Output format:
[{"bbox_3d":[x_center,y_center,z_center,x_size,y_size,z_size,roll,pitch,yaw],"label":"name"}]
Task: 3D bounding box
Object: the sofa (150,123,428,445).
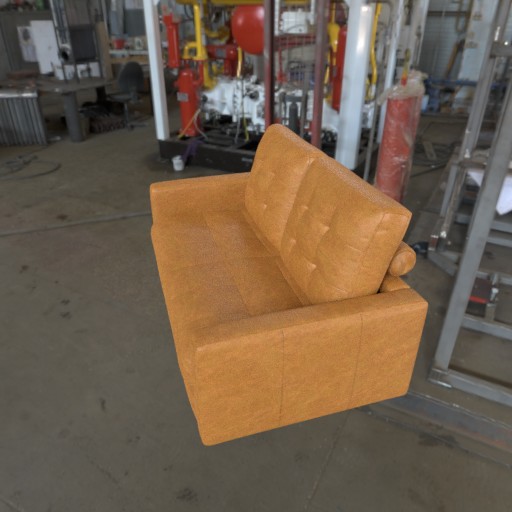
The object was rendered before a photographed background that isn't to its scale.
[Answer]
[{"bbox_3d":[0.000,0.000,2.027,0.868,0.898,1.430,-9,31,-15],"label":"sofa"}]
